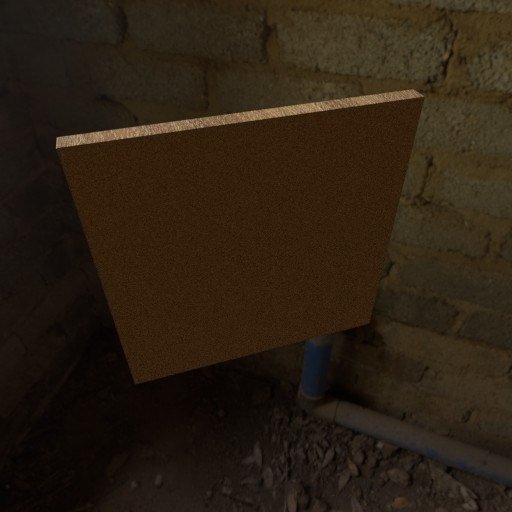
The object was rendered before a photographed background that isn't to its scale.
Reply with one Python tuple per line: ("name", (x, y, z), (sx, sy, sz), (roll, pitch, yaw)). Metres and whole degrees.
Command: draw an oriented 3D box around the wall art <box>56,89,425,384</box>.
("wall art", (0.000, 0.000, 0.914), (0.611, 0.608, 0.042), (-12, 43, -13))
